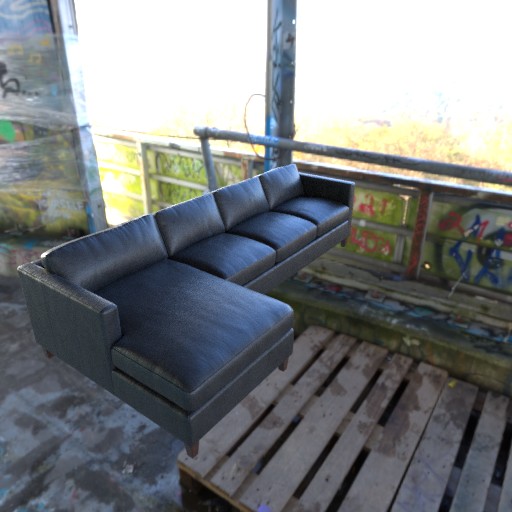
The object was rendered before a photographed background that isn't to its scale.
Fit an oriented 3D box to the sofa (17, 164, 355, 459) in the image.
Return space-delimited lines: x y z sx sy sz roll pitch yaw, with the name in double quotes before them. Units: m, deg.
"sofa" 0.000 0.000 3.786 1.581 0.883 3.203 18 31 33
